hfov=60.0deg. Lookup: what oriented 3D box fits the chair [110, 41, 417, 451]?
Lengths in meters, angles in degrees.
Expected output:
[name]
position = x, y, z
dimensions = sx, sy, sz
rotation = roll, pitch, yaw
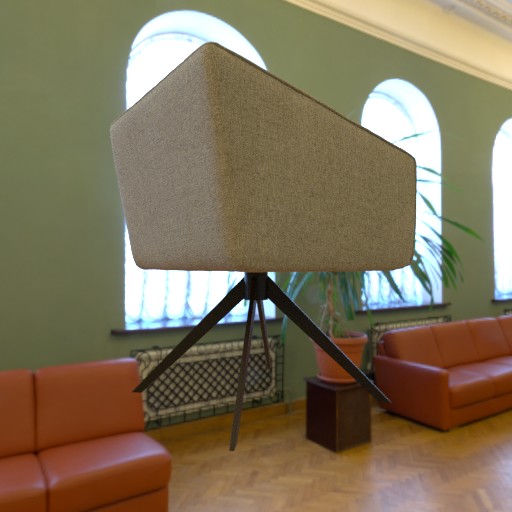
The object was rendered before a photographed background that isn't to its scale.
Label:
[chair]
position = 0.000, 0.000, 1.204
dimensions = 0.623, 0.760, 0.628
rotation = 1, -1, -35
